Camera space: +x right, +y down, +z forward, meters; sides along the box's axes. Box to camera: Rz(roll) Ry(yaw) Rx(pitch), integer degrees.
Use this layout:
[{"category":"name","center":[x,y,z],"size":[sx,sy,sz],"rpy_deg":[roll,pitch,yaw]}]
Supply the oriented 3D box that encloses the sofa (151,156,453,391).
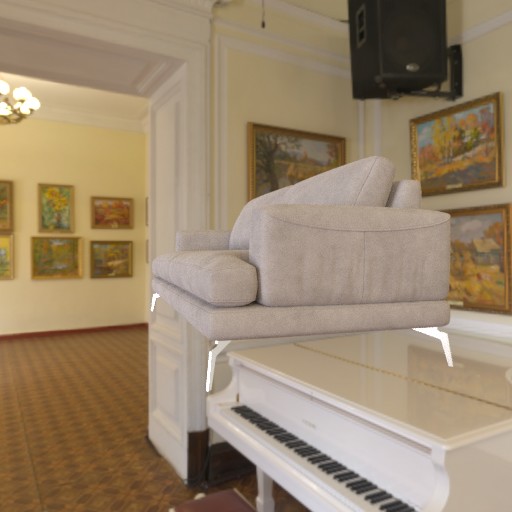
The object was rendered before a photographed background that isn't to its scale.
[{"category":"sofa","center":[0.000,0.000,2.479],"size":[0.980,0.830,2.013],"rpy_deg":[0,1,-18]}]
